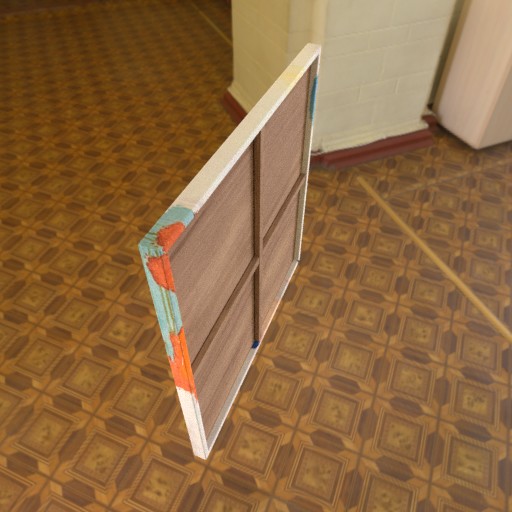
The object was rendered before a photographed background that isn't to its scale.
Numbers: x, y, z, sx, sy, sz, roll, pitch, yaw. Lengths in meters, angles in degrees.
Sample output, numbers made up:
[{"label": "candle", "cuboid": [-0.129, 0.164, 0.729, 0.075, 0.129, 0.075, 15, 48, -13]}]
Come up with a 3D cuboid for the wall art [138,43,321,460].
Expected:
[{"label": "wall art", "cuboid": [0.000, 0.000, 1.186, 0.037, 0.814, 0.814, 16, 48, 15]}]
